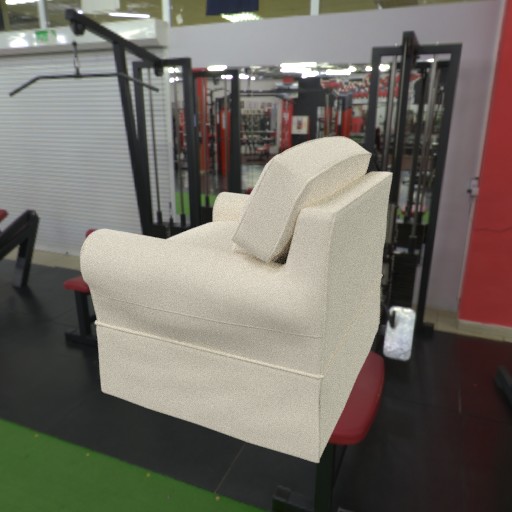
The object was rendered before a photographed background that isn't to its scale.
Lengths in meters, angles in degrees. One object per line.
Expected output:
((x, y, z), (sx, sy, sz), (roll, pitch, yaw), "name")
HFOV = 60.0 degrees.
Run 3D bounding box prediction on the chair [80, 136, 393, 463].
((0.000, 0.000, 1.833), (0.904, 0.958, 1.099), (8, 19, 24), "chair")
